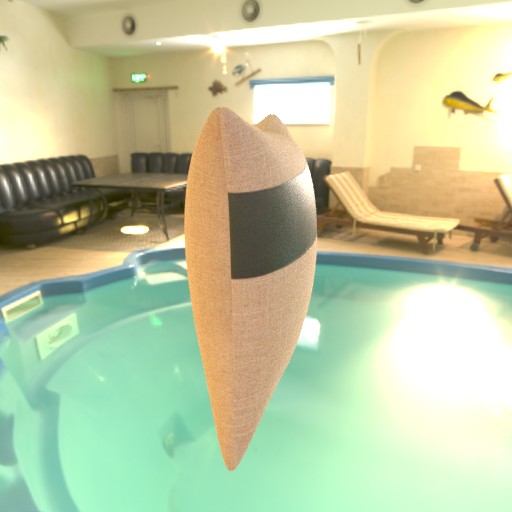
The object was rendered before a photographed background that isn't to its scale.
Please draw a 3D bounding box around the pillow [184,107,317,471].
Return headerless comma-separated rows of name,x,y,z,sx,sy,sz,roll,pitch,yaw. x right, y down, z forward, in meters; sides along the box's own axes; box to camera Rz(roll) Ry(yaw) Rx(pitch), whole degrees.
pillow,0.000,0.000,0.641,0.173,0.399,0.414,2,17,8
